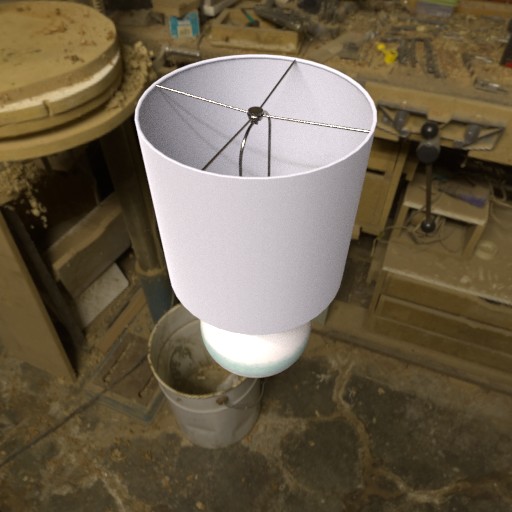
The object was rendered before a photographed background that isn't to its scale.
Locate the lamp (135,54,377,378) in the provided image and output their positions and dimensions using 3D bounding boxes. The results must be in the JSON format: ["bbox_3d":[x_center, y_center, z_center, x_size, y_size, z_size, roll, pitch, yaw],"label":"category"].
[{"bbox_3d":[0.000,0.000,0.550,0.217,0.404,0.217,17,50,15],"label":"lamp"}]
